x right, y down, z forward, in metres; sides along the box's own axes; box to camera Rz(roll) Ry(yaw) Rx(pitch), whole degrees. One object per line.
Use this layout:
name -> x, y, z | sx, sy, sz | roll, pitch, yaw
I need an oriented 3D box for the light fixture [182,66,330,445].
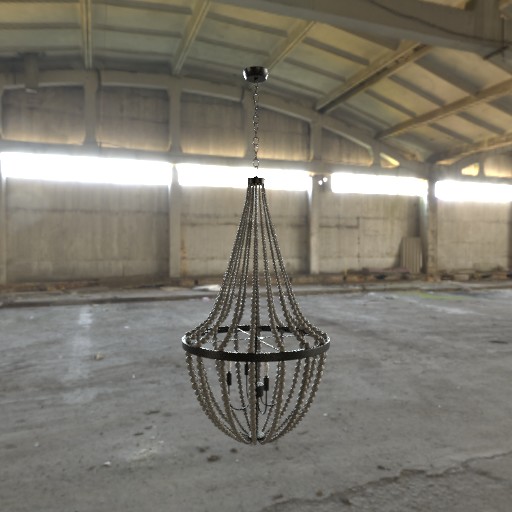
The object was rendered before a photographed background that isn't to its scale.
light fixture -> 0.000, 0.000, 1.366 | 0.450, 1.133, 0.450 | 0, 0, 0
